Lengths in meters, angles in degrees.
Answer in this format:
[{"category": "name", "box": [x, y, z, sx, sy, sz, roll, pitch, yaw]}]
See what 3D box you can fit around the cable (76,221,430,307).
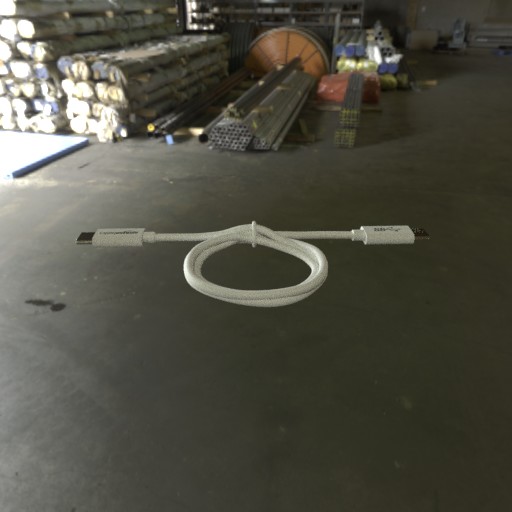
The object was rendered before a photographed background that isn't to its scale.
[{"category": "cable", "box": [0.000, 0.000, 0.213, 0.186, 0.014, 0.070, -1, 30, -2]}]
